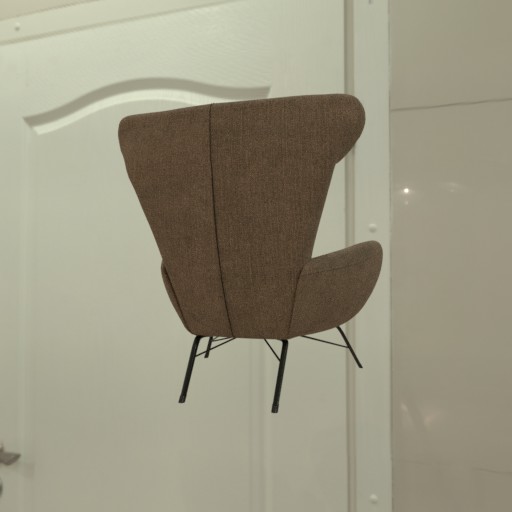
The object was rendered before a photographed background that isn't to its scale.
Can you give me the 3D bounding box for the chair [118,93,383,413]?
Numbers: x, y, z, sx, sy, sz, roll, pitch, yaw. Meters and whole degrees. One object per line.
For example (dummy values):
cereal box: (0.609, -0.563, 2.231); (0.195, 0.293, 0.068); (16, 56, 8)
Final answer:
chair: (0.000, 0.000, 1.803); (0.980, 1.040, 0.900); (0, -2, 17)
